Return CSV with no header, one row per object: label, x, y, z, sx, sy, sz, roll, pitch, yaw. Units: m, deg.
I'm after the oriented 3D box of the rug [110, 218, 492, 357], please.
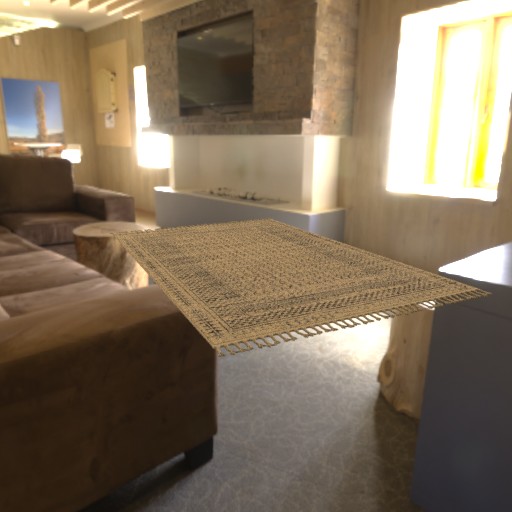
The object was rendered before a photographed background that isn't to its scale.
rug,0.000,0.000,3.044,1.548,0.013,2.486,-7,17,-26
